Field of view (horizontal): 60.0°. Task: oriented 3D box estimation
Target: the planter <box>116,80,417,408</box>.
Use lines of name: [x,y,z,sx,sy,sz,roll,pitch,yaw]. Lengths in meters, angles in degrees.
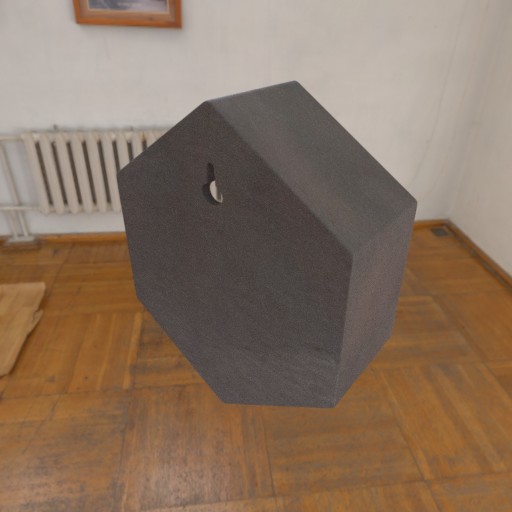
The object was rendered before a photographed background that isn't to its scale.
planter: [0.000,0.000,0.289,0.169,0.206,0.077,22,37,32]
